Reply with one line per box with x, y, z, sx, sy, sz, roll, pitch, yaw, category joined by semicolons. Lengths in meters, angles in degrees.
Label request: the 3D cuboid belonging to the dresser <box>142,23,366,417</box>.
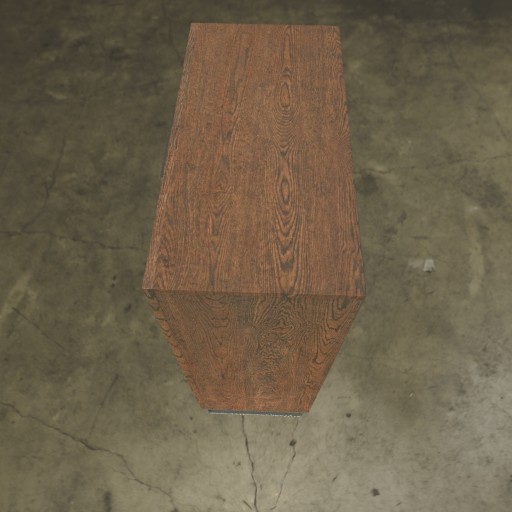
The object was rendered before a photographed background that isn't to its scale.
0.000;0.000;1.758;0.508;1.321;0.965;2;59;1;dresser
